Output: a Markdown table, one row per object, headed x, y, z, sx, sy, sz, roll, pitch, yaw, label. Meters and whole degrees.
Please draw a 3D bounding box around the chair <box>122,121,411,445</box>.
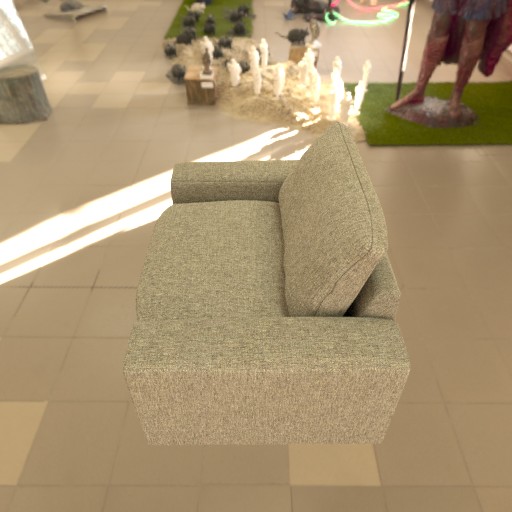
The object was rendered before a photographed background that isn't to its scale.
| x | y | z | sx | sy | sz | roll | pitch | yaw | label |
| --- | --- | --- | --- | --- | --- | --- | --- | --- | --- |
| 0.000 | 0.000 | 2.070 | 1.039 | 0.915 | 1.398 | 0 | 41 | 0 | chair |
